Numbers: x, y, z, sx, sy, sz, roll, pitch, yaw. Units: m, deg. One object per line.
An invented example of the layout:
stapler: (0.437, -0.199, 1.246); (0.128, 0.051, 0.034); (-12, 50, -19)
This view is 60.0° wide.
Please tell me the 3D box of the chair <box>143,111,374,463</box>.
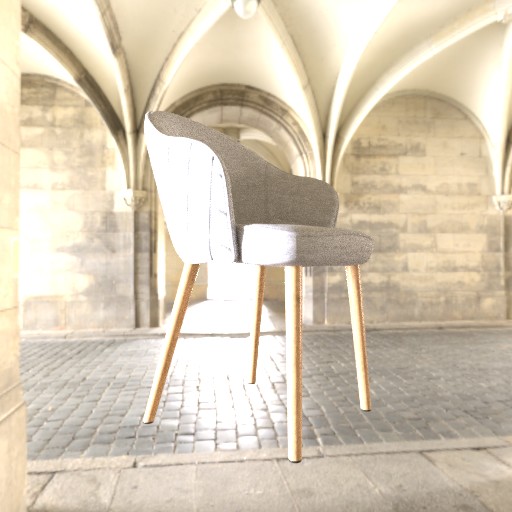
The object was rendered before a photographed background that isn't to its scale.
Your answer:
chair: (0.000, 0.000, 1.139); (0.530, 0.800, 0.540); (-1, -1, 36)
